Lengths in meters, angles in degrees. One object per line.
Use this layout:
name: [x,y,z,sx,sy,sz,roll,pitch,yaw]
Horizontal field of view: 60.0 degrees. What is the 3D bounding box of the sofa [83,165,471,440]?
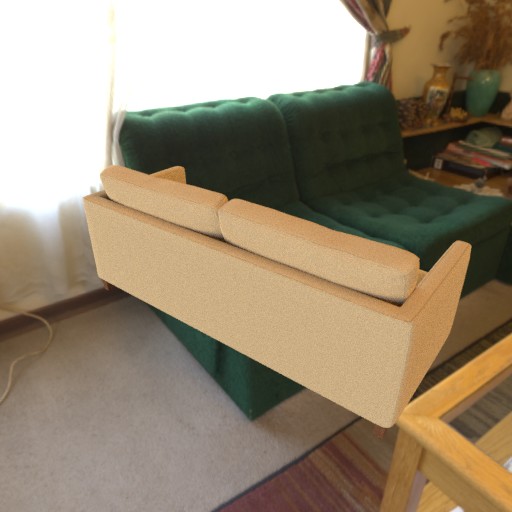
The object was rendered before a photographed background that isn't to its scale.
sofa: [0.000,0.000,2.890,2.361,0.968,0.951,20,35,32]
